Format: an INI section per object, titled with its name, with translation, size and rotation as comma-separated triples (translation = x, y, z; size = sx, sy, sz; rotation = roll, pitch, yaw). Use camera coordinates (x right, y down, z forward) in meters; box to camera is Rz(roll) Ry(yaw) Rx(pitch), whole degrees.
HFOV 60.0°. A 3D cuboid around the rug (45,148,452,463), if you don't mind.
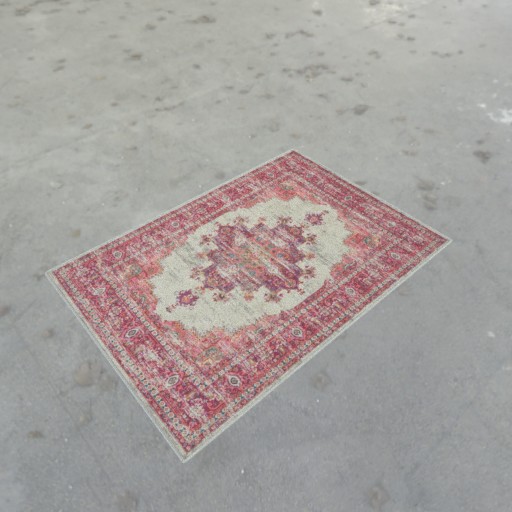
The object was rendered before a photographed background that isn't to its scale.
[rug]
translation = 0.000, 0.000, 2.295
size = 1.747, 0.011, 1.217
rotation = -32, 53, -28
